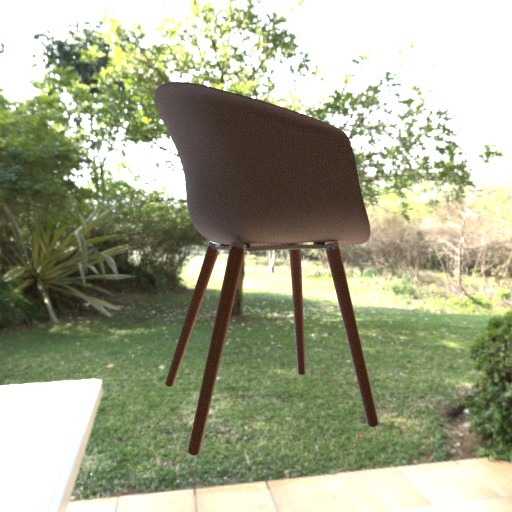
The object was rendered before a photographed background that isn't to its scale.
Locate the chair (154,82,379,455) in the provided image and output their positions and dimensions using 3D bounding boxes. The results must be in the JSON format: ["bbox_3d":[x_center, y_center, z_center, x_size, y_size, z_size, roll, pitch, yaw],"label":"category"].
[{"bbox_3d":[0.000,0.000,1.143,0.504,0.781,0.593,-1,2,-17],"label":"chair"}]
